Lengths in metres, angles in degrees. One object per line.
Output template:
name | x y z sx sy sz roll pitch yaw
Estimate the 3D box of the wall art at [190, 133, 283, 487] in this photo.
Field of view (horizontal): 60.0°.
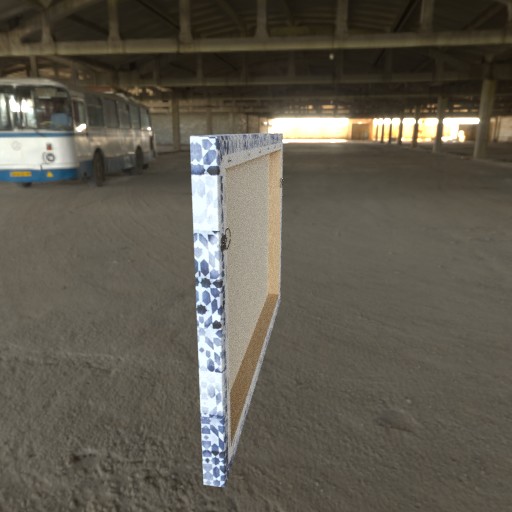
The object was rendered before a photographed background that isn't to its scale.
wall art | 0.000 0.000 0.764 0.030 0.406 0.608 3 16 9
